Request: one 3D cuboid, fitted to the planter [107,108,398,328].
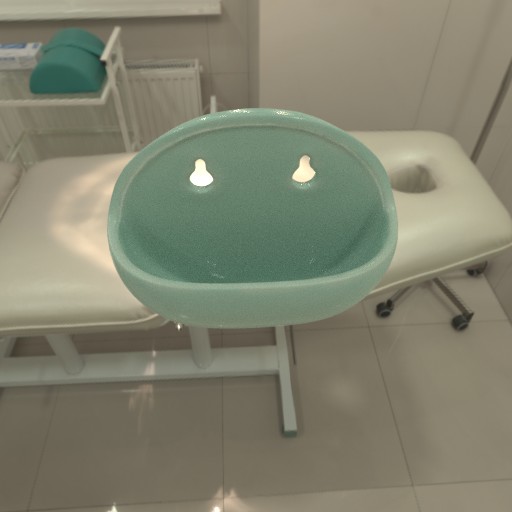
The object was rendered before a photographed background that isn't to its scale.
[{"bbox_3d":[0.000,0.000,0.281,0.189,0.164,0.073,-3,47,-2],"label":"planter"}]
